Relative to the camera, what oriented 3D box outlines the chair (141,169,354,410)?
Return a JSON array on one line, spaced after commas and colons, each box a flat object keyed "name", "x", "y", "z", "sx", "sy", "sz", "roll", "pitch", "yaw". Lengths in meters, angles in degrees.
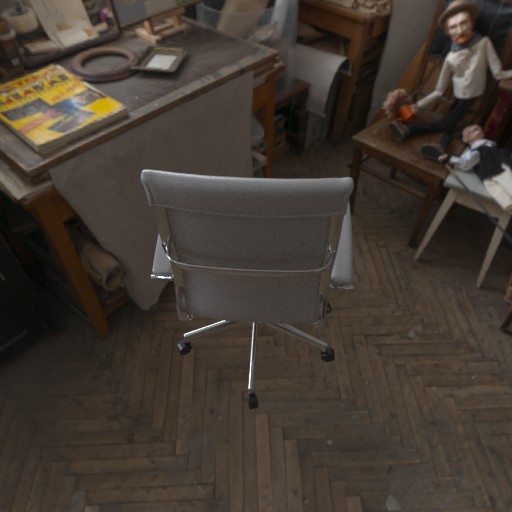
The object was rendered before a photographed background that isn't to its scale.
[{"name": "chair", "x": 0.000, "y": 0.000, "z": 1.539, "sx": 0.679, "sy": 1.149, "sz": 0.667, "roll": 3, "pitch": 48, "yaw": 3}]
